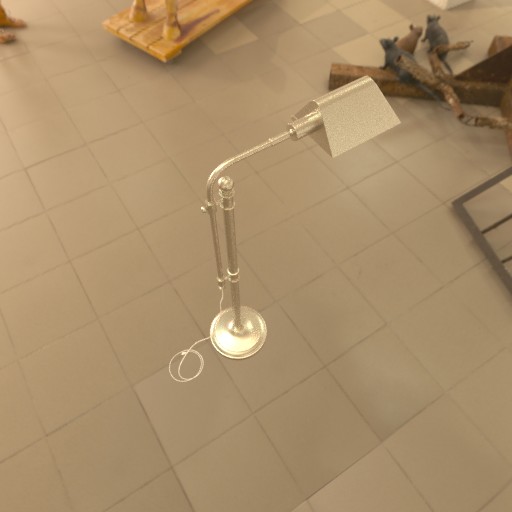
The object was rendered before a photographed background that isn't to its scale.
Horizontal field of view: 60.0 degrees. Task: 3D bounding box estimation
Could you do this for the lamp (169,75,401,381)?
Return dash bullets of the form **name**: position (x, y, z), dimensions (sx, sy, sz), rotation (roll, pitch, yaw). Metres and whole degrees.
- **lamp**: position (0.000, 0.000, 0.970), dimensions (0.546, 0.708, 0.159), rotation (-29, 62, -17)
